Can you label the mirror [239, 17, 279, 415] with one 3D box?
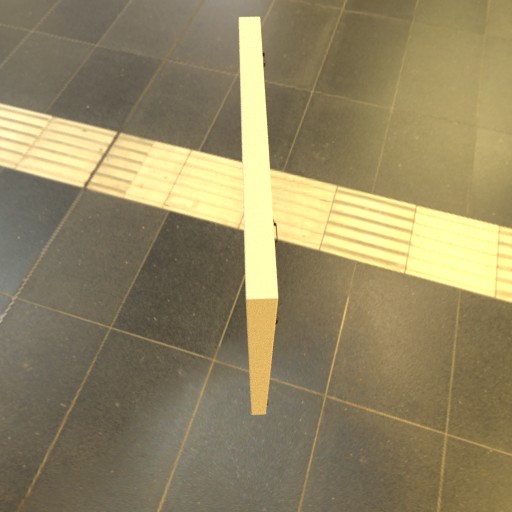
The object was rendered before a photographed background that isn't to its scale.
[{"bbox_3d":[0.000,0.000,0.917,0.040,0.710,0.507,-2,61,-1],"label":"mirror"}]
